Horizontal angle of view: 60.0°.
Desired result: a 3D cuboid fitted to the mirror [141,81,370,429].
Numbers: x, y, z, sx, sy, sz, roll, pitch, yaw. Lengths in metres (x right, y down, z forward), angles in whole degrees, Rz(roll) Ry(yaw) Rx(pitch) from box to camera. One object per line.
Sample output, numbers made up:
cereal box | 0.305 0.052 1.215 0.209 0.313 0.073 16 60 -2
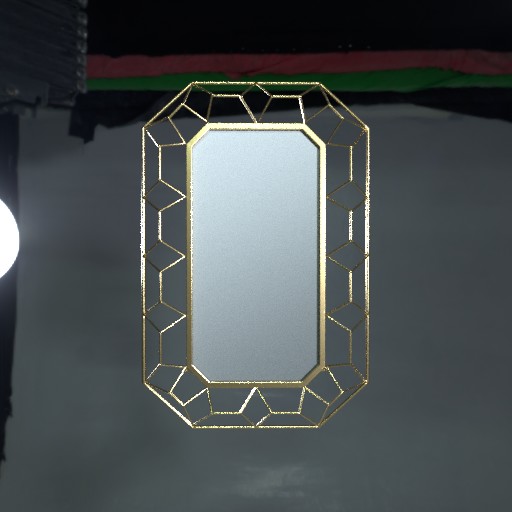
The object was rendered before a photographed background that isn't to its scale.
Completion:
mirror | 0.000 0.000 1.091 0.572 0.870 0.051 0 1 -1
